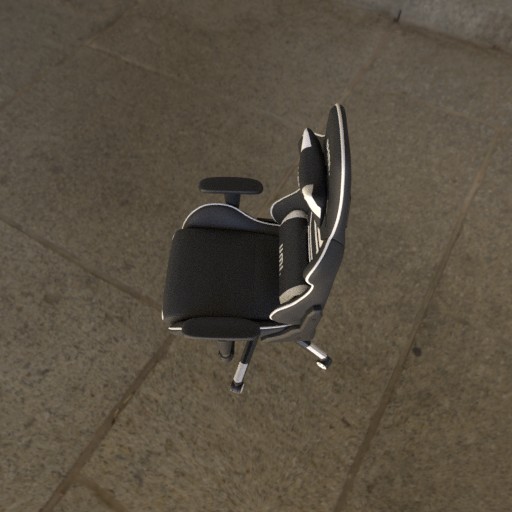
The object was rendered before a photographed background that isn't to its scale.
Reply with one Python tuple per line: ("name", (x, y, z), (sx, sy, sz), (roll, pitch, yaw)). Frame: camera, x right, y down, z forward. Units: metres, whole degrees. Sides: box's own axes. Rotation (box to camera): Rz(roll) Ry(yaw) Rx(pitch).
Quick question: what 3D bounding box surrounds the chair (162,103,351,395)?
("chair", (0.000, 0.000, 1.594), (0.700, 1.240, 0.700), (1, 59, 1))
